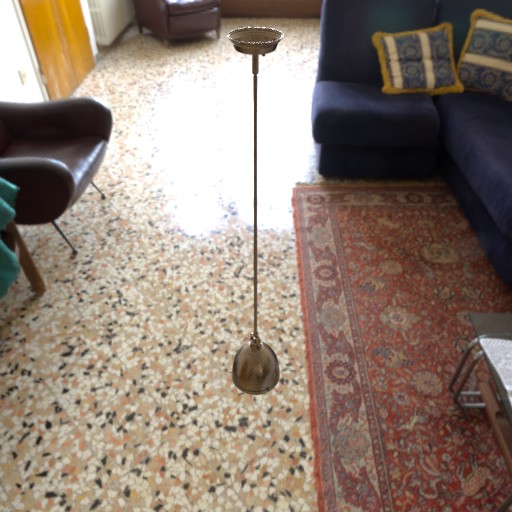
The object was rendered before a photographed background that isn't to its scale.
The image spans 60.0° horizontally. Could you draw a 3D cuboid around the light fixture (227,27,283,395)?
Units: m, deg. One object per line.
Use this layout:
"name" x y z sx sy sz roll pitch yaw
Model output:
"light fixture" 0.000 0.000 1.483 0.211 1.367 0.217 -24 47 -25
